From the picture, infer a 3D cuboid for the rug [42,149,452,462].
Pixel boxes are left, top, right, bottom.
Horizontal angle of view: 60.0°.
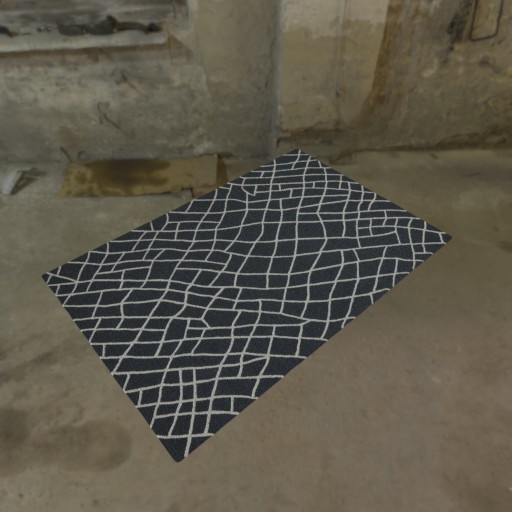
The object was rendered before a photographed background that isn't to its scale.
[{"bbox_3d":[0.000,0.000,2.346,1.830,0.013,1.223,-32,53,-28],"label":"rug"}]
